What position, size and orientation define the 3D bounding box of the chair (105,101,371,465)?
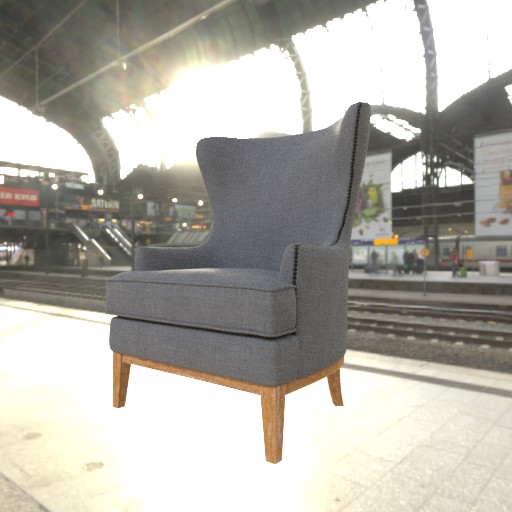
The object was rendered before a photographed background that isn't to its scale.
[{"bbox_3d":[0.000,0.000,1.806,0.864,1.176,0.883,0,0,38],"label":"chair"}]
